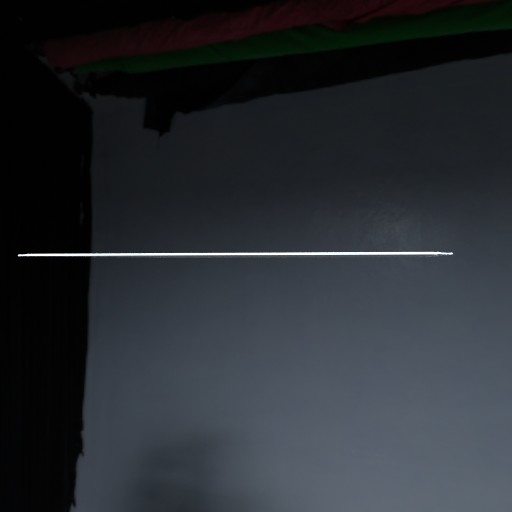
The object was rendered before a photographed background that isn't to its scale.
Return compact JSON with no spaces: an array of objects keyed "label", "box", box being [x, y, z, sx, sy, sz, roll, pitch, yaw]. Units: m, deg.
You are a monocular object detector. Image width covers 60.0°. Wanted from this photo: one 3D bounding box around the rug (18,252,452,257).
[{"label":"rug","box":[0.000,0.000,3.886,2.940,0.013,2.312,0,-1,17]}]
